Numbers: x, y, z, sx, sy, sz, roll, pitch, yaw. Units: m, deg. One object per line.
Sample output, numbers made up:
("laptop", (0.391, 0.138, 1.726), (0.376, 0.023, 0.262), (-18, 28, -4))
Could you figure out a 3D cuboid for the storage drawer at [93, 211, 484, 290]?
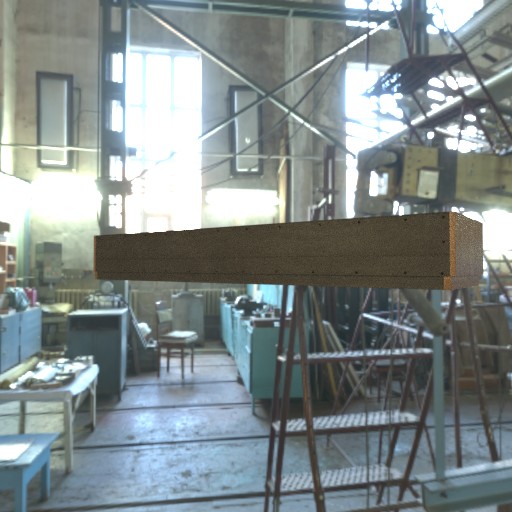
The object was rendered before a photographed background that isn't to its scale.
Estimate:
("storage drawer", (0.000, 0.000, 2.285), (2.032, 0.264, 0.538), (-1, -2, 36))
